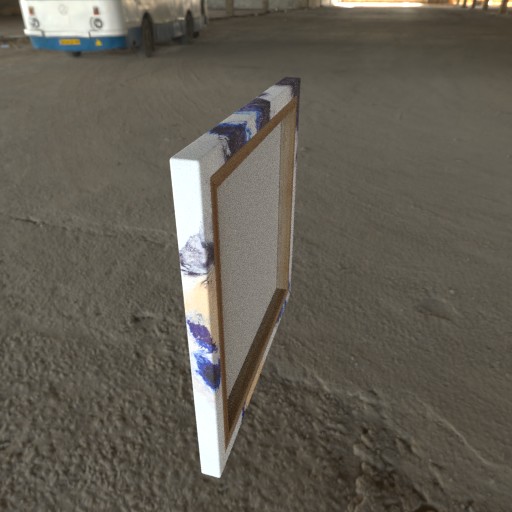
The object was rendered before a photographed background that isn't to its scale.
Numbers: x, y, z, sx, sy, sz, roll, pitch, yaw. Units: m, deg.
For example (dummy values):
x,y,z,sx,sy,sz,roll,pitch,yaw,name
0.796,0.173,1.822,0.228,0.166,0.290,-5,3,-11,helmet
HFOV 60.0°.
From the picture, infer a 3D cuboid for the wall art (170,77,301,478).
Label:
x,y,z,sx,sy,sz,roll,pitch,yaw,name
0.000,0.000,0.923,0.039,0.609,0.609,8,32,14,wall art
